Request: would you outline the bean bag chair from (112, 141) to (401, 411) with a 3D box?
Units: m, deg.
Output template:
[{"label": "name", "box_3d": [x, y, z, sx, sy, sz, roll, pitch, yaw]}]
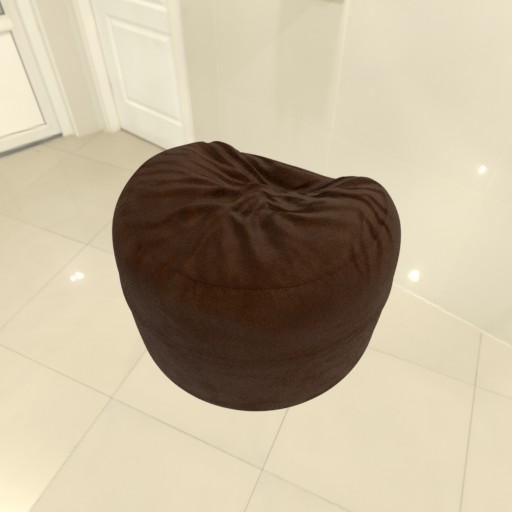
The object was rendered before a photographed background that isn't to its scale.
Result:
[{"label": "bean bag chair", "box_3d": [0.000, 0.000, 1.539, 0.918, 0.616, 0.918, 0, 46, 0]}]
